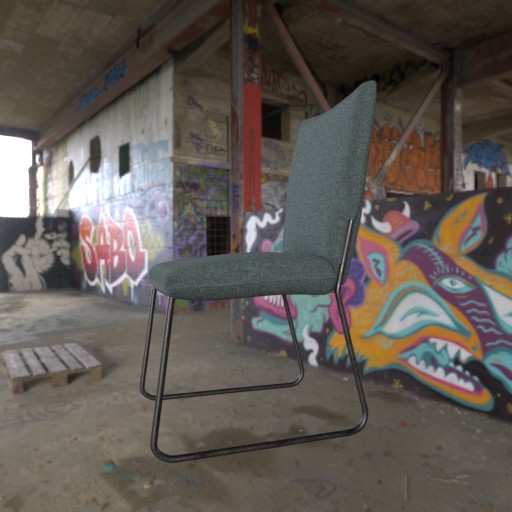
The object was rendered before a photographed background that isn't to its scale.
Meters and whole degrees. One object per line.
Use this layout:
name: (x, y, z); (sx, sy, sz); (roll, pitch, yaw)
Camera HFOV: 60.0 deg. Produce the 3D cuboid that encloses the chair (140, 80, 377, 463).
chair: (0.000, 0.000, 1.286); (0.635, 0.931, 0.480); (0, 1, -18)
